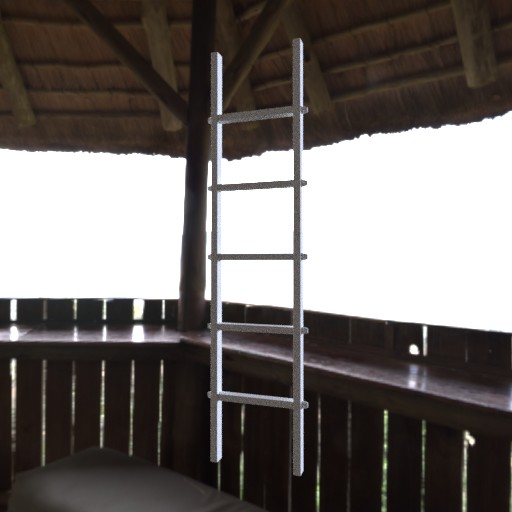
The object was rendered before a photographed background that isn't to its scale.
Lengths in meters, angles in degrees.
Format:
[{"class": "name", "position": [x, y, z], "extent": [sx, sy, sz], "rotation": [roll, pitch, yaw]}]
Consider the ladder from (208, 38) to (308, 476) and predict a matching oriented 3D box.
[{"class": "ladder", "position": [0.000, 0.000, 1.906], "extent": [0.452, 1.797, 0.051], "rotation": [0, -1, 19]}]
